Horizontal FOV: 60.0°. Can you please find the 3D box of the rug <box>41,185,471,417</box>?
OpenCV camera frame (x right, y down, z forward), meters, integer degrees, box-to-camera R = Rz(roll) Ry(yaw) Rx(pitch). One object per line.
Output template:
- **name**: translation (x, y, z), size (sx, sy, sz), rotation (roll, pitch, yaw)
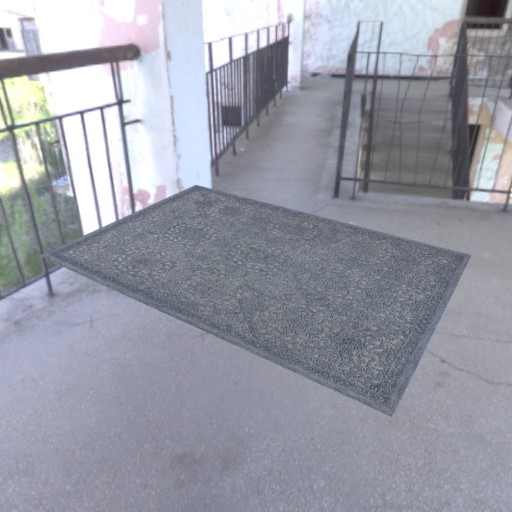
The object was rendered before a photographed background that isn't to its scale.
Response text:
- **rug**: translation (0.000, 0.000, 2.249), size (1.819, 0.012, 1.208), rotation (18, 34, 29)
